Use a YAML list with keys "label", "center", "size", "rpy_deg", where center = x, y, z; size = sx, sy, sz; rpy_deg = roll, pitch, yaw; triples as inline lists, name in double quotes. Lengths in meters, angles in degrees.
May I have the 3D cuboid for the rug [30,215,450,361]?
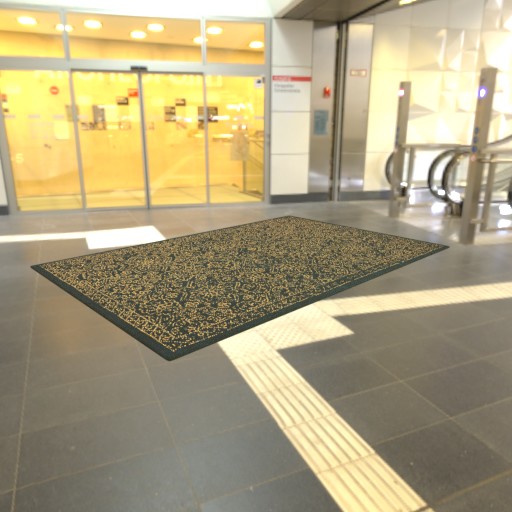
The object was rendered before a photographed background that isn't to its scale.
- label: "rug"
  center: [0.000, 0.000, 2.296]
  size: [1.829, 0.010, 1.219]
  rpy_deg: [-15, 22, -41]
